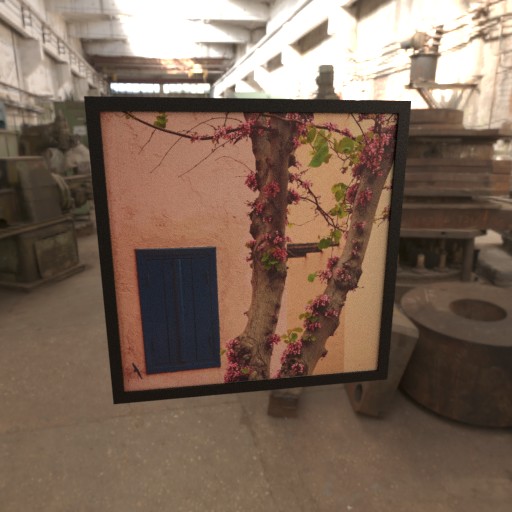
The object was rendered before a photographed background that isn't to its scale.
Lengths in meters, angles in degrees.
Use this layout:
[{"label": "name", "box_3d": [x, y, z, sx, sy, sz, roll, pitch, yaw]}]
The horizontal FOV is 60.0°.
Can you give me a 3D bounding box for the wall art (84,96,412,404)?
[{"label": "wall art", "box_3d": [0.000, 0.000, 1.138, 0.762, 0.762, 0.038, -2, 15, -9]}]
